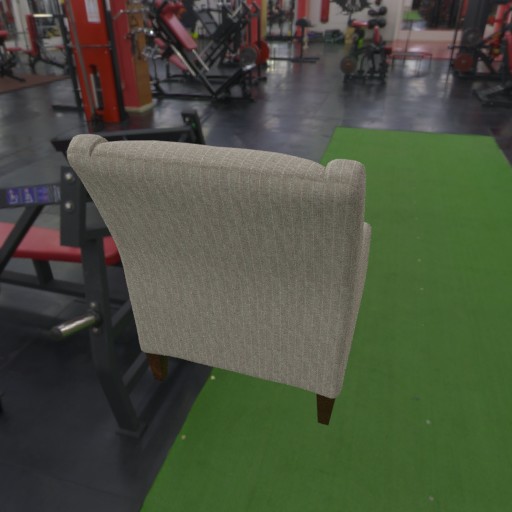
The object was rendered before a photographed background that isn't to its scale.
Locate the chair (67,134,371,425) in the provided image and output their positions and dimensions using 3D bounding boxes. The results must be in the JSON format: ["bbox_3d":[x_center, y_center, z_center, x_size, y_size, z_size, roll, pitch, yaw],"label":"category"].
[{"bbox_3d":[0.000,0.000,1.617,0.774,1.014,0.870,9,31,16],"label":"chair"}]
